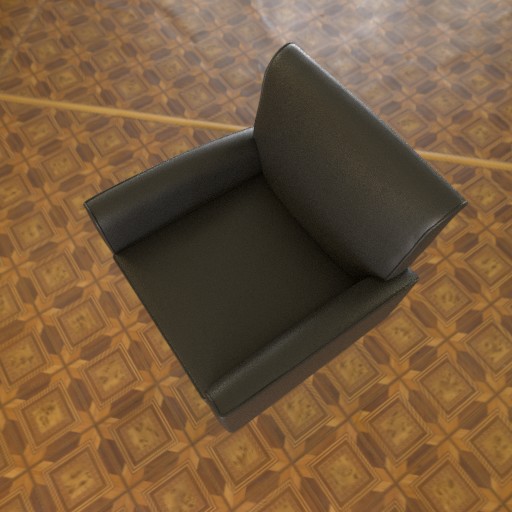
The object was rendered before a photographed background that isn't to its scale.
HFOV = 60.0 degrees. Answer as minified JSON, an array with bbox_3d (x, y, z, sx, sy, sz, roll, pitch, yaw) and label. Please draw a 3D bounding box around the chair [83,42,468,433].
[{"bbox_3d":[0.000,0.000,1.540,0.819,0.916,0.820,-33,68,-15],"label":"chair"}]
